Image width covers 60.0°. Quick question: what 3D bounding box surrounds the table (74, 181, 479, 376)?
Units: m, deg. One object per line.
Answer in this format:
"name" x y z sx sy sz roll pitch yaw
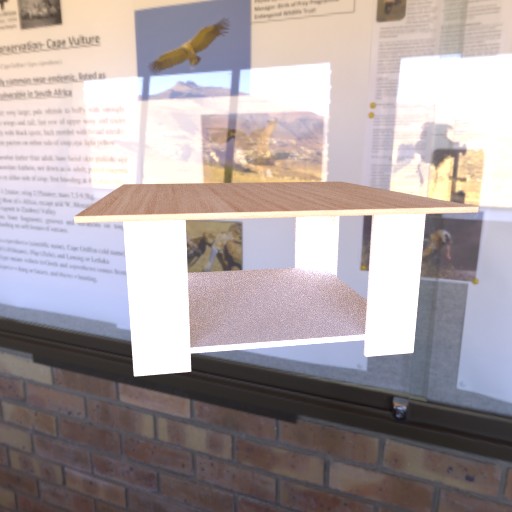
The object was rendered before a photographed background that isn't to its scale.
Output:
"table" 0.000 0.000 1.071 0.670 0.305 0.670 -2 13 -10
